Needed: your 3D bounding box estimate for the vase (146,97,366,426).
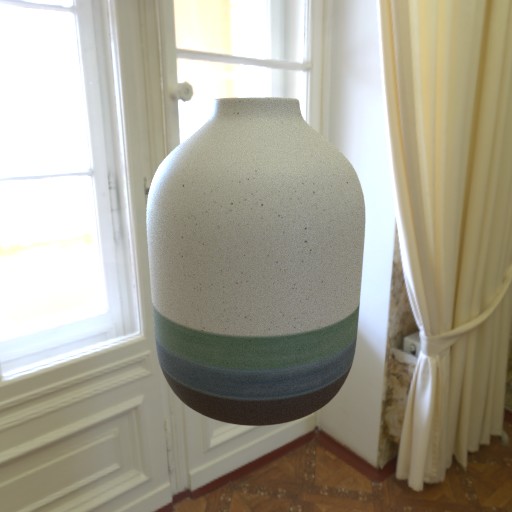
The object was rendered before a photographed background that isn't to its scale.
[{"bbox_3d":[0.000,0.000,0.360,0.169,0.240,0.169,0,17,0],"label":"vase"}]
